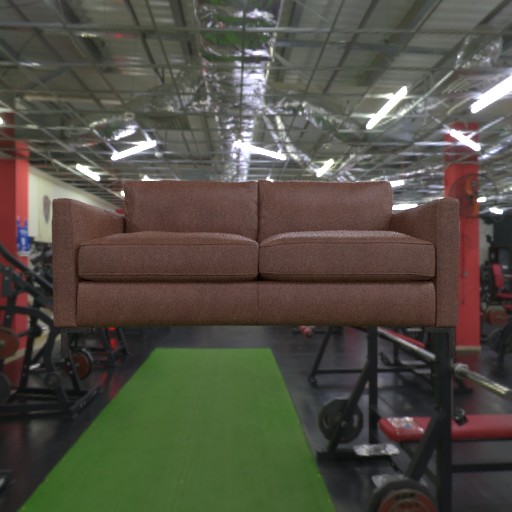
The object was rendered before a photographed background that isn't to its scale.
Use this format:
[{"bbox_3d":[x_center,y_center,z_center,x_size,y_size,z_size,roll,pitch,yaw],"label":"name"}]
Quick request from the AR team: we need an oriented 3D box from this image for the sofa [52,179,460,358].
[{"bbox_3d":[0.000,0.000,2.305,1.797,0.883,0.899,0,0,0],"label":"sofa"}]
